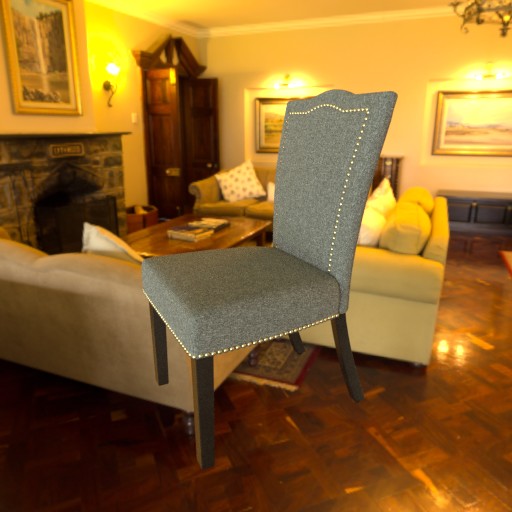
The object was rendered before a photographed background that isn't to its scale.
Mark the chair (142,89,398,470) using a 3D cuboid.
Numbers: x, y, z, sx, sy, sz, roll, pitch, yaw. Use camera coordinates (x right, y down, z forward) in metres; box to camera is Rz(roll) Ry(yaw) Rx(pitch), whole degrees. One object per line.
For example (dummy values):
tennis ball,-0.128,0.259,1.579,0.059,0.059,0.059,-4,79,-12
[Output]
chair,0.000,0.000,1.315,0.589,0.946,0.518,-8,18,-25
